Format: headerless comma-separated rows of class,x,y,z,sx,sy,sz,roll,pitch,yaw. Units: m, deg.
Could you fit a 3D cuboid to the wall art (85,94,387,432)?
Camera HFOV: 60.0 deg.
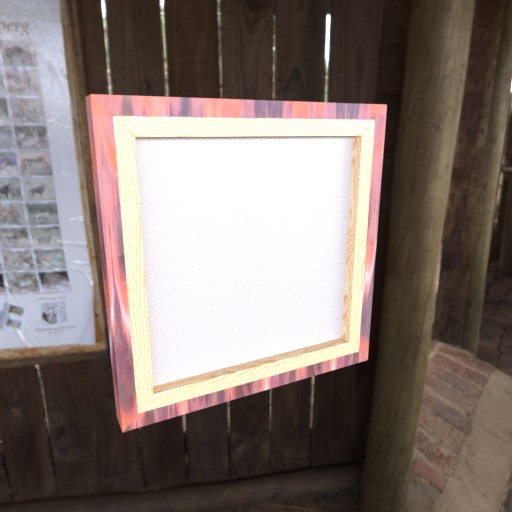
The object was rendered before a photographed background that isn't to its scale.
wall art,0.000,0.000,0.615,0.403,0.406,0.038,-8,18,-26
